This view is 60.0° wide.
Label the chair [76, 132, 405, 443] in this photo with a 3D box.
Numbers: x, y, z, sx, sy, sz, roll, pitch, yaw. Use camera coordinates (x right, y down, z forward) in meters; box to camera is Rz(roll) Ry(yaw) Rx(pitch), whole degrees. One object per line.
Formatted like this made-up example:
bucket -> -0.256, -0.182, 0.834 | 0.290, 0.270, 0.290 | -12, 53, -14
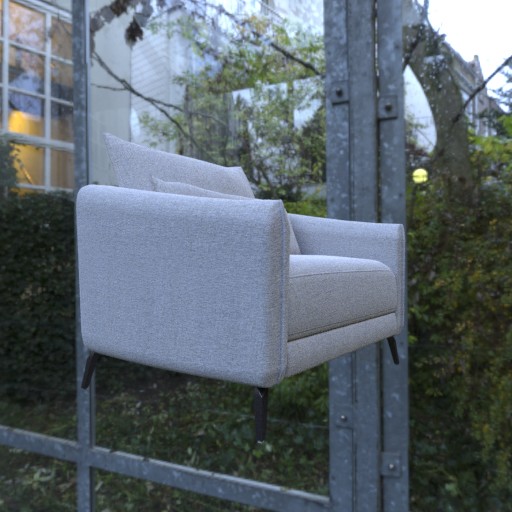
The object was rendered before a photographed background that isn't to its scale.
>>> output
chair -> 0.000, 0.000, 1.596 | 0.801, 0.856, 1.029 | 0, -1, 36
